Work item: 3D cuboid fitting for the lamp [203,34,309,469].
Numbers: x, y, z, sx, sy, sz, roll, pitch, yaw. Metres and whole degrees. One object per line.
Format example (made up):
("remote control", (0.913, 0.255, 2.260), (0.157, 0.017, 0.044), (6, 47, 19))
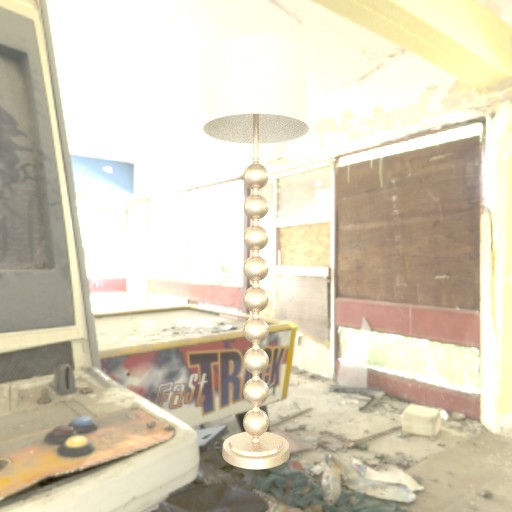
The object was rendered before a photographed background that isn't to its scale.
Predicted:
("lamp", (0.000, 0.000, 1.657), (0.394, 1.474, 0.394), (0, 0, -18))
